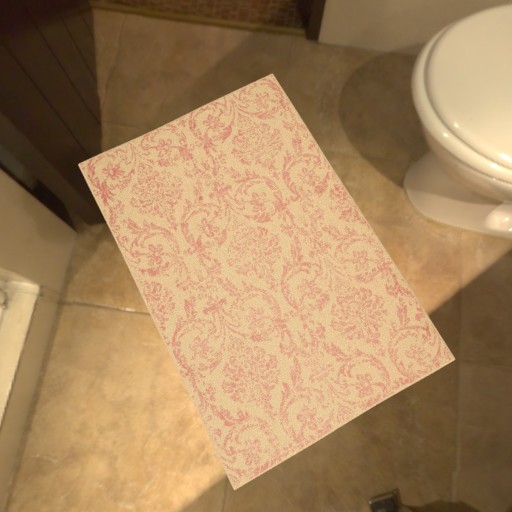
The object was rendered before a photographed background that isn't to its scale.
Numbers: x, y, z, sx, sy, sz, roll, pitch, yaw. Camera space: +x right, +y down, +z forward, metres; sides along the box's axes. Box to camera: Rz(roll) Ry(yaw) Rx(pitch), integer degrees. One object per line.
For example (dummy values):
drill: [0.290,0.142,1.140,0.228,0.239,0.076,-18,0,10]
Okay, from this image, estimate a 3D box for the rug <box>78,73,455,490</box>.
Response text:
rug: [0.000,0.000,3.420,1.819,0.018,2.746,-28,77,-7]
